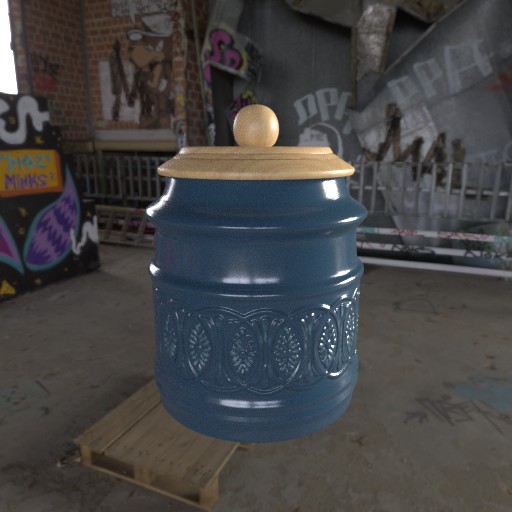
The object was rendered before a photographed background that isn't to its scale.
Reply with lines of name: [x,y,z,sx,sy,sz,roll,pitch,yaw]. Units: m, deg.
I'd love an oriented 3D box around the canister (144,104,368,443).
canister: [0.000,0.000,0.272,0.130,0.176,0.130,0,14,0]
